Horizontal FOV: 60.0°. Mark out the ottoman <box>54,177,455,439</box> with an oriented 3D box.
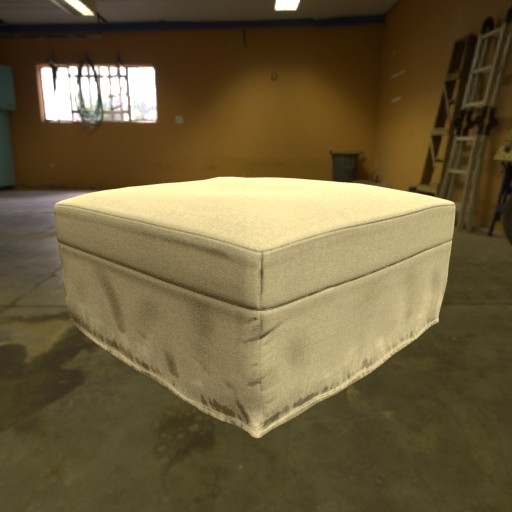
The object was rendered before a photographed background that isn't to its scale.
[{"bbox_3d":[0.000,0.000,1.301,0.840,0.436,0.843,13,19,43],"label":"ottoman"}]
